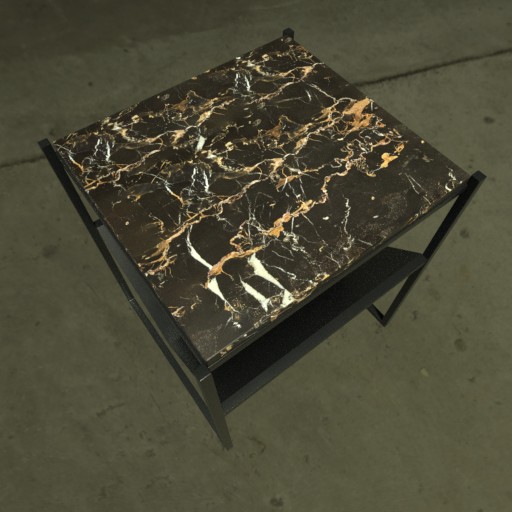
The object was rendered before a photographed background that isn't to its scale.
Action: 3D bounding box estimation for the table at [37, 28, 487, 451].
[{"bbox_3d":[0.000,0.000,0.852,0.469,0.534,0.432,-33,64,-18],"label":"table"}]
